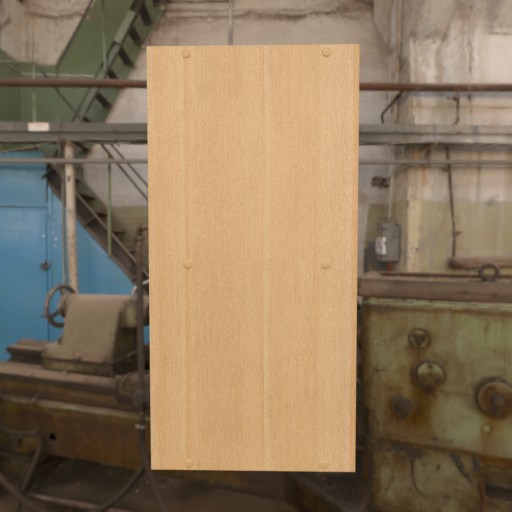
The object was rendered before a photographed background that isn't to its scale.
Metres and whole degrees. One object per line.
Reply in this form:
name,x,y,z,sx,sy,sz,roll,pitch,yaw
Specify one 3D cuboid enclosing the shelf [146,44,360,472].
shelf,0.000,0.000,0.820,0.290,0.592,0.414,0,3,1
